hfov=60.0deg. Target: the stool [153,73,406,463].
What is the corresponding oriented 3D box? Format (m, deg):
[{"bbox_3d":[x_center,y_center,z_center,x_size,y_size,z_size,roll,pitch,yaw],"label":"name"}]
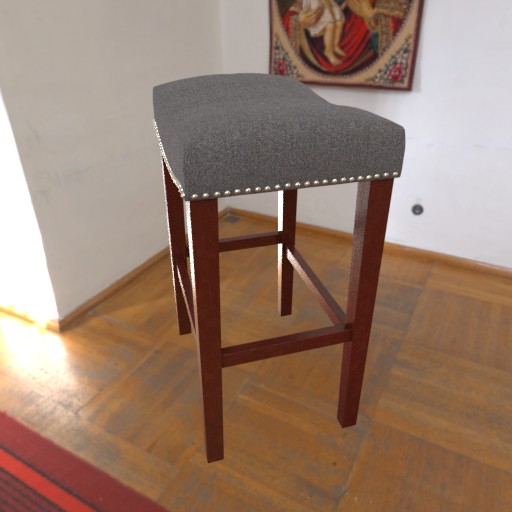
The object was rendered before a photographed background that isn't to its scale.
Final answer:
[{"bbox_3d":[0.000,0.000,1.038,0.372,0.742,0.504,-8,31,-14],"label":"stool"}]
